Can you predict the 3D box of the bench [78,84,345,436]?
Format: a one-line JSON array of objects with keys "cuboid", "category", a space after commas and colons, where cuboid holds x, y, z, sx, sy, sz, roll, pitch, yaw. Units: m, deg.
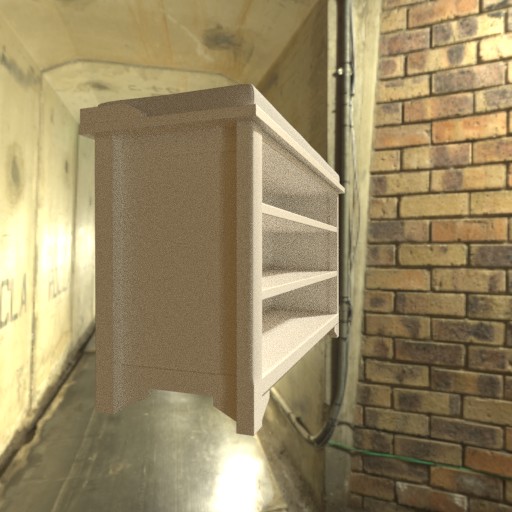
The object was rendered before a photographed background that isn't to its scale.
[{"cuboid": [0.000, 0.000, 1.226, 0.346, 0.589, 0.987, 0, 1, 19], "category": "bench"}]
